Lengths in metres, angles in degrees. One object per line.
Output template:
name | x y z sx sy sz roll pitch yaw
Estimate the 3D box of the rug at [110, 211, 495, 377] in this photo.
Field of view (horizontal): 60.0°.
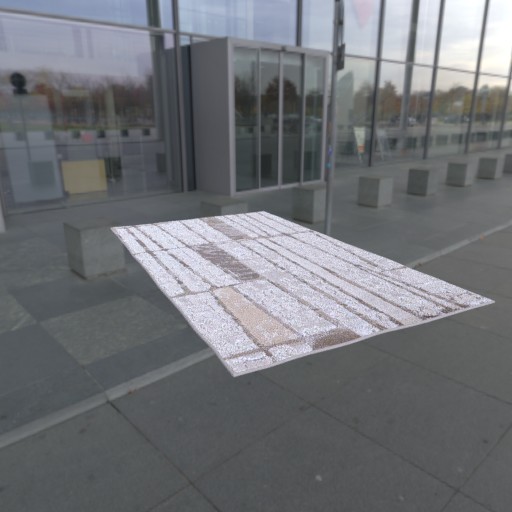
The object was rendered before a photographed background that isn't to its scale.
rug | 0.000 0.000 1.043 0.515 0.007 0.867 -9 20 -26
